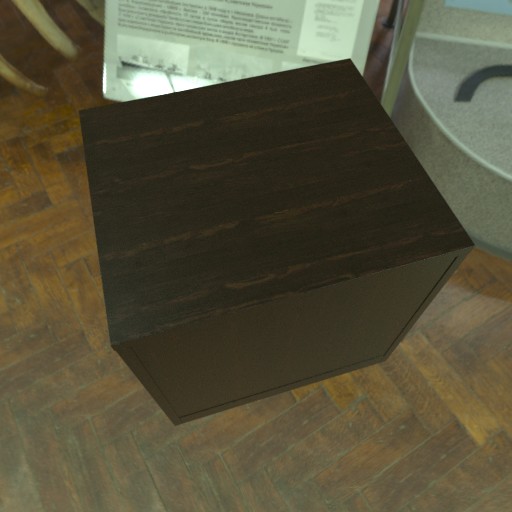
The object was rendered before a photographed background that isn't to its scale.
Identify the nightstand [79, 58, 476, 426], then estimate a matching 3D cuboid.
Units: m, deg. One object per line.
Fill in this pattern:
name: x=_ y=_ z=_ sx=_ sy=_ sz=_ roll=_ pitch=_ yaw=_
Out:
nightstand: x=0.000 y=0.000 z=0.873 sx=0.489 sy=0.487 sz=0.427 roll=-14 pitch=59 yaw=-9
